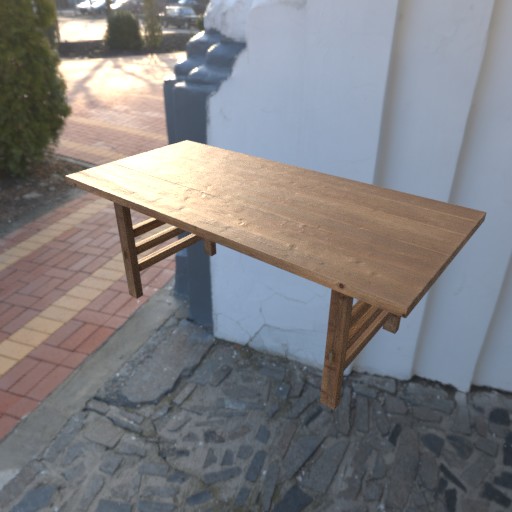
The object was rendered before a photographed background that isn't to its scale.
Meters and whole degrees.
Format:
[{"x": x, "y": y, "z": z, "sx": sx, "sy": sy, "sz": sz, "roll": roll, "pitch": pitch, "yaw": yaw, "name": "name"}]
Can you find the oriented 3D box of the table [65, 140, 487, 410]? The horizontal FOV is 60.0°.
[{"x": 0.000, "y": 0.000, "z": 2.479, "sx": 2.003, "sy": 0.760, "sz": 0.952, "roll": 22, "pitch": 36, "yaw": 33, "name": "table"}]
